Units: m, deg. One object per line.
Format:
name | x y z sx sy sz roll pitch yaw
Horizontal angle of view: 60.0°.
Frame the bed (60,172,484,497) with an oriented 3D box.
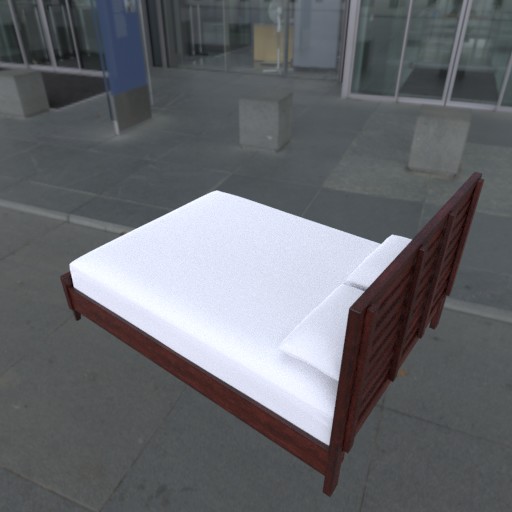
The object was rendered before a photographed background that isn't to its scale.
bed | 0.000 0.000 3.744 2.803 1.492 2.040 22 39 31
